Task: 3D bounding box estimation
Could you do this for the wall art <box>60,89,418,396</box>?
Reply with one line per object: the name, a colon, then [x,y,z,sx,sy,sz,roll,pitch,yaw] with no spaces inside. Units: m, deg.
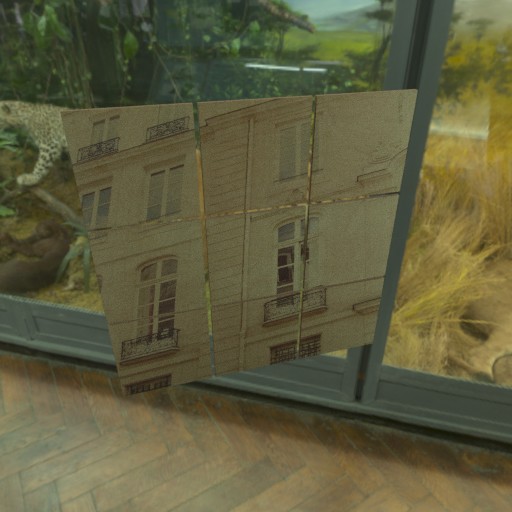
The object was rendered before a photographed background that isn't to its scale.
wall art: [0.000,0.000,1.789,1.221,1.218,0.024,-9,32,-14]
